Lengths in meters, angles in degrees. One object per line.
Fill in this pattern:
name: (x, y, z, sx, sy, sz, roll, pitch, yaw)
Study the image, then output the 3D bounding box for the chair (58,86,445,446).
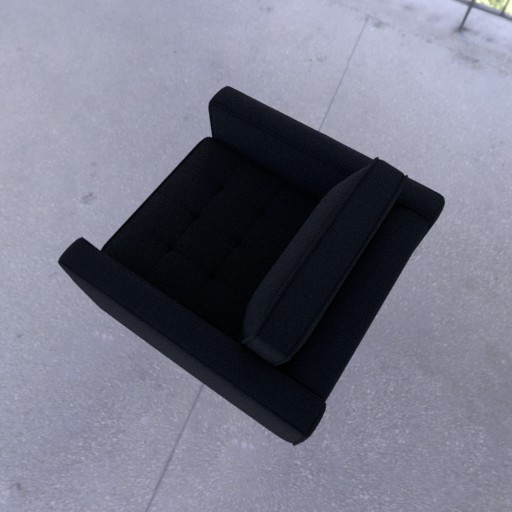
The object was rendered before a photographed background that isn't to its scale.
chair: (0.000, 0.000, 1.574, 0.920, 0.770, 0.899, 32, 69, 14)
